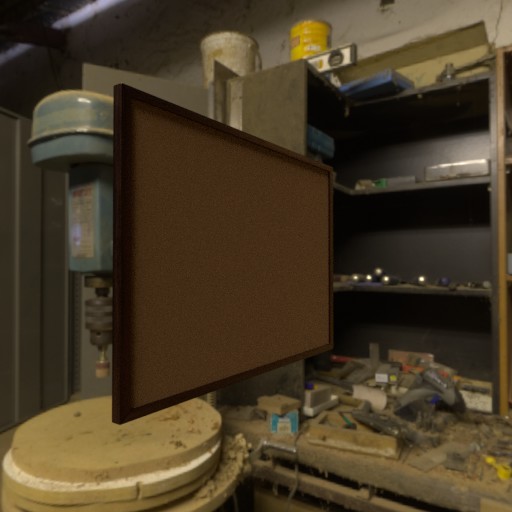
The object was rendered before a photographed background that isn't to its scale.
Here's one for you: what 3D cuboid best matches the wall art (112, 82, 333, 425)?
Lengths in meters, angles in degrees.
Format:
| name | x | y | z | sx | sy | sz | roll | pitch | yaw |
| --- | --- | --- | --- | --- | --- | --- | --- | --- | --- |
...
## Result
| name | x | y | z | sx | sy | sz | roll | pitch | yaw |
| --- | --- | --- | --- | --- | --- | --- | --- | --- | --- |
| wall art | 0.000 | 0.000 | 0.572 | 0.012 | 0.304 | 0.431 | -1 | -1 | 35 |
